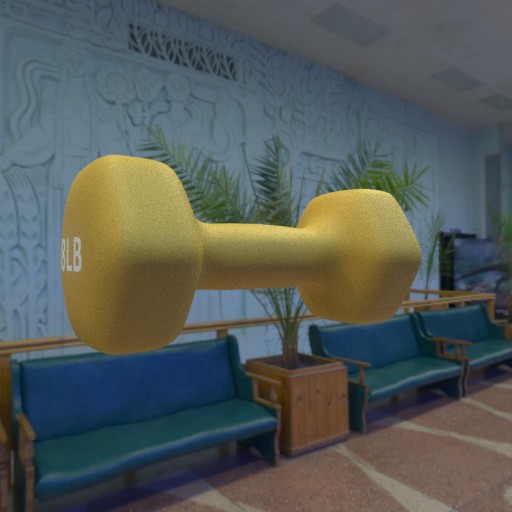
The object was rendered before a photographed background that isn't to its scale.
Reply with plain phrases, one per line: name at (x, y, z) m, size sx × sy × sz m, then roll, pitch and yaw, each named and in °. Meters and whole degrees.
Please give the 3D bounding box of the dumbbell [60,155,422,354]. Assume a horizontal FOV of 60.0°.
dumbbell at (0.000, 0.000, 0.238) m, size 0.190 × 0.082 × 0.090 m, roll 0°, pitch -1°, yaw -35°
